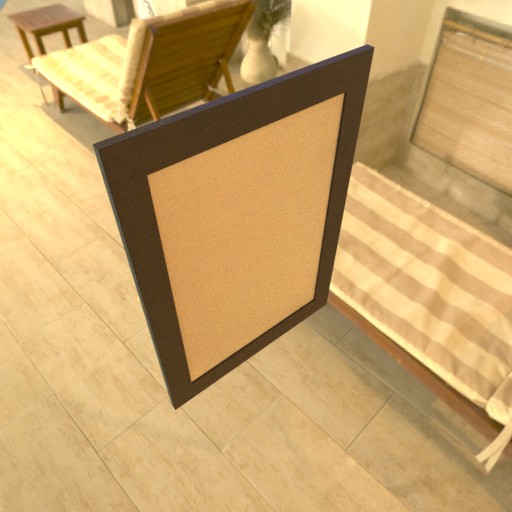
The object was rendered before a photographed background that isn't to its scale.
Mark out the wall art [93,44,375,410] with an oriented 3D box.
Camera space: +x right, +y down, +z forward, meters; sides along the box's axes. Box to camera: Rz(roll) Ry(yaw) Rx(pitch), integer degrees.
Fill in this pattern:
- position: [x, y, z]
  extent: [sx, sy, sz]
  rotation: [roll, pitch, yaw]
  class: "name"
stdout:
- position: [0.000, 0.000, 0.646]
  extent: [0.359, 0.508, 0.013]
  rotation: [-30, 53, -26]
  class: "wall art"
